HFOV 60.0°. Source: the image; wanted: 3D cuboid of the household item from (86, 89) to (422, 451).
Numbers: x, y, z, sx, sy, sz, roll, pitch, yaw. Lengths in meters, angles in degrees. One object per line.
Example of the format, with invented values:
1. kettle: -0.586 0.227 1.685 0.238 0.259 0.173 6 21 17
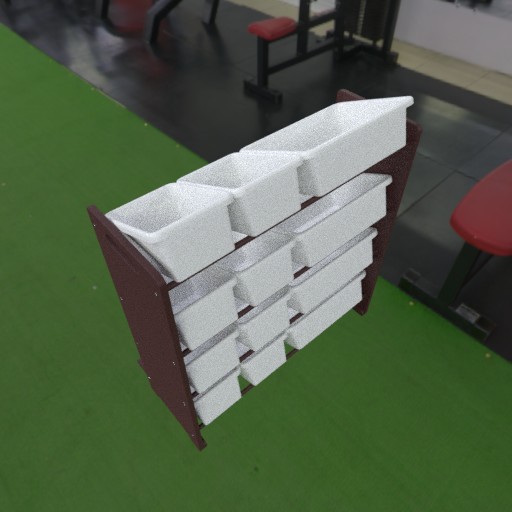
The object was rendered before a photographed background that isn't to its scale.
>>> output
1. household item: 0.000 0.000 1.297 0.787 0.864 0.389 -32 54 -27
